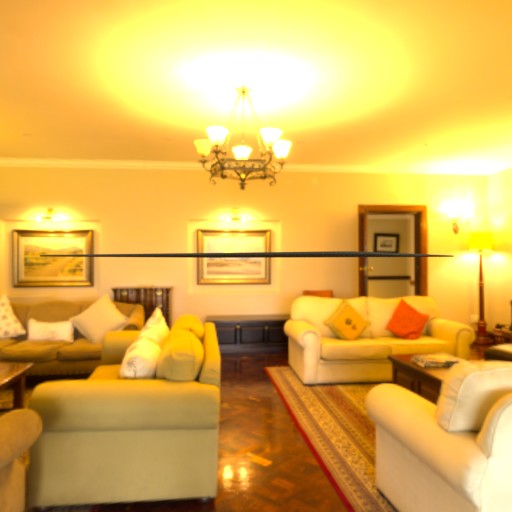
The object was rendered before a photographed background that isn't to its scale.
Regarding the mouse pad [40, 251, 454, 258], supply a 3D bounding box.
[{"bbox_3d":[0.000,0.000,0.620,0.451,0.002,0.393,0,-1,35],"label":"mouse pad"}]
